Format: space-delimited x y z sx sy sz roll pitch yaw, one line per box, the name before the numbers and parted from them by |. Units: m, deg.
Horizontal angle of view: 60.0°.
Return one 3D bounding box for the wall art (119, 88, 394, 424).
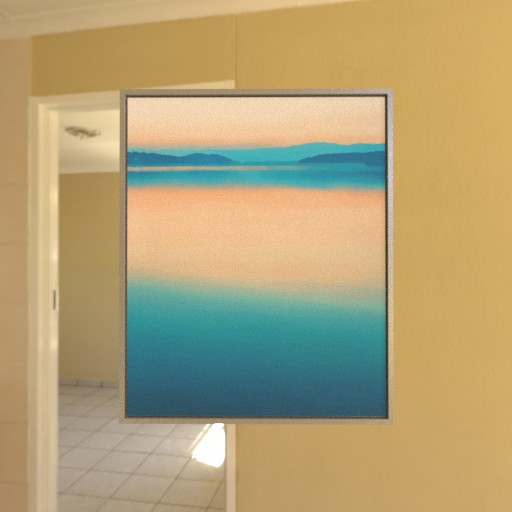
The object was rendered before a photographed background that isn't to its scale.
wall art | 0.000 0.000 0.750 0.453 0.554 0.037 0 -1 0
